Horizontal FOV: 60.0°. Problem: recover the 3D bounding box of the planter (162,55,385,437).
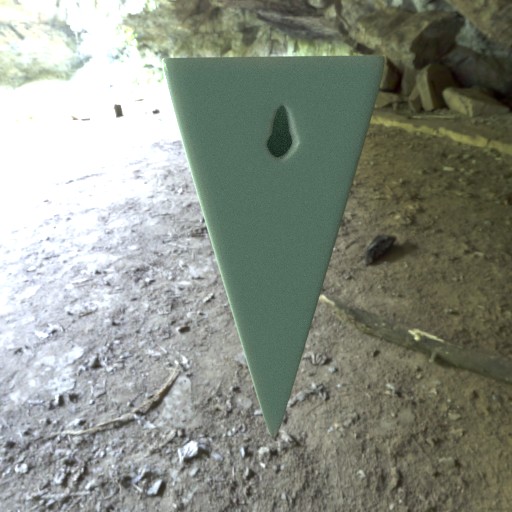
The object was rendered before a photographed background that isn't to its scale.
[{"bbox_3d":[0.000,0.000,0.214,0.080,0.178,0.064,-8,27,-15],"label":"planter"}]
